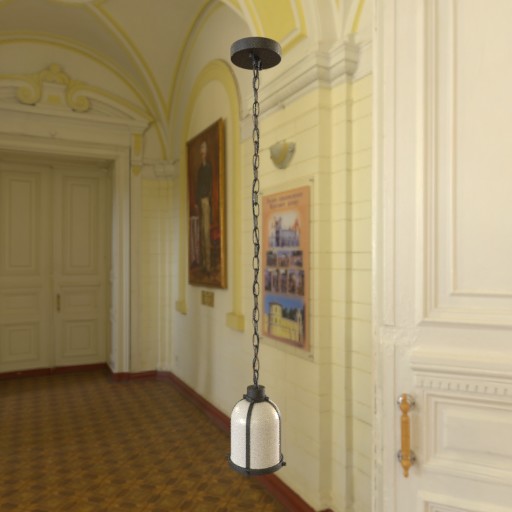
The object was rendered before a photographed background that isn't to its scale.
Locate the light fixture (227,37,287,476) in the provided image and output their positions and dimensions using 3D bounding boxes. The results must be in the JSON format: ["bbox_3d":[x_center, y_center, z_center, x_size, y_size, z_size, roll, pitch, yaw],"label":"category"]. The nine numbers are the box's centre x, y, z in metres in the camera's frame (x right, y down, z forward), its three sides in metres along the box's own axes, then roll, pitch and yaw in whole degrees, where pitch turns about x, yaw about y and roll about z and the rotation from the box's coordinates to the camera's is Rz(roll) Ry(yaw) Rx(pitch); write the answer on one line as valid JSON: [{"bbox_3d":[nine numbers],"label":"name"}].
[{"bbox_3d":[0.000,0.000,1.268,0.178,1.181,0.178,0,0,18],"label":"light fixture"}]
